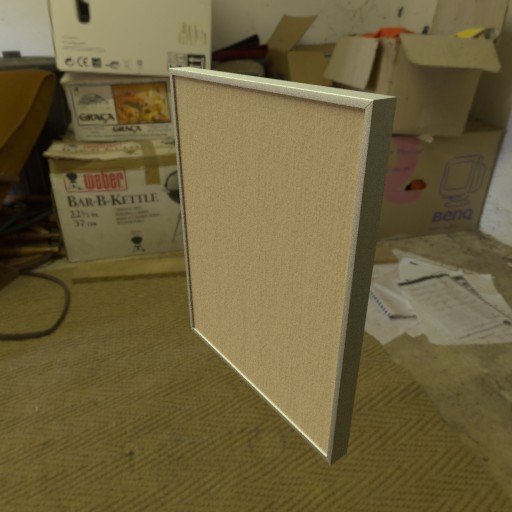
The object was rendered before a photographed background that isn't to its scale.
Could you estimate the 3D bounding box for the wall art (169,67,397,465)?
[{"bbox_3d":[0.000,0.000,0.742,0.039,0.553,0.445,-19,33,-32],"label":"wall art"}]
